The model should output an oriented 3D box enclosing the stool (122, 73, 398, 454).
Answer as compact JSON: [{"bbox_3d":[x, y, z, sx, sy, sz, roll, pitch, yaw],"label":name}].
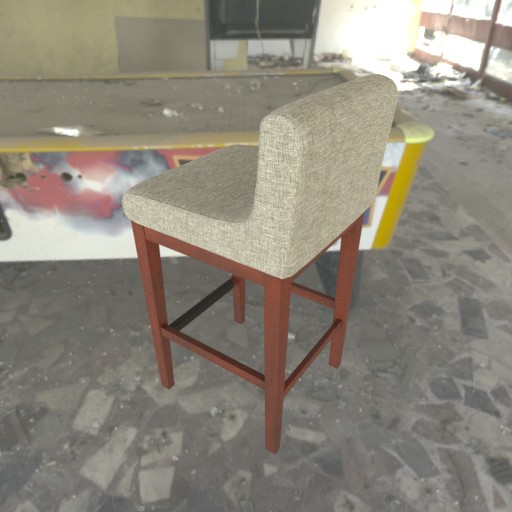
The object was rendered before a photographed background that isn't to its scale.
[{"bbox_3d":[0.000,0.000,1.096,0.459,0.835,0.417,20,37,29],"label":"stool"}]
